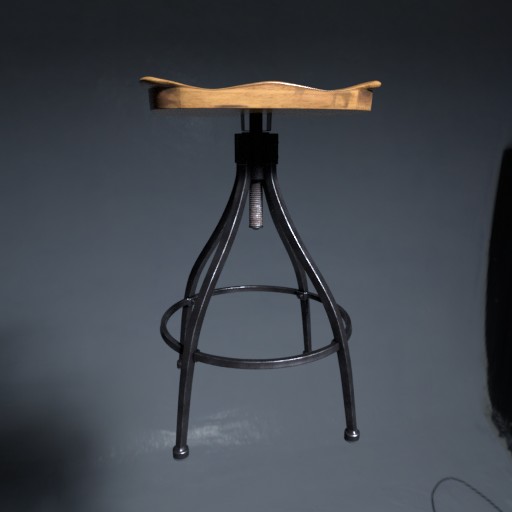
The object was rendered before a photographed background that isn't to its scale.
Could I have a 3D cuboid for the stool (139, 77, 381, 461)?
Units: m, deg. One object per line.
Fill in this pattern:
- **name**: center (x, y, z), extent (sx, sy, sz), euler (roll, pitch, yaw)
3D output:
- **stool**: center (0.000, 0.000, 0.954), extent (0.432, 0.694, 0.424), euler (-2, 15, -8)
